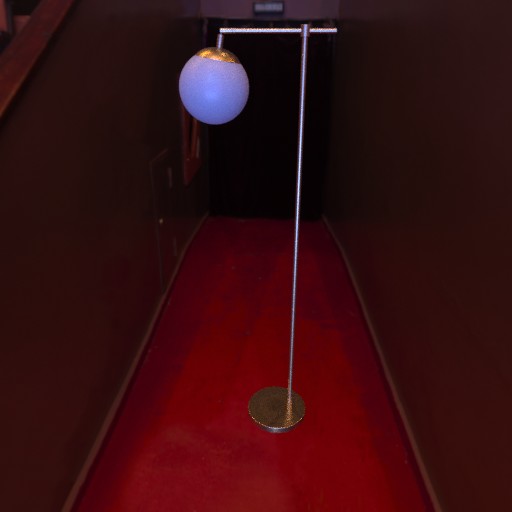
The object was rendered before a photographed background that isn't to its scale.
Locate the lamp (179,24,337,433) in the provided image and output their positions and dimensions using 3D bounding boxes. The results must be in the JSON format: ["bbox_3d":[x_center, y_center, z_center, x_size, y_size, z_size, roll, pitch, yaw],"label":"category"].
[{"bbox_3d":[0.000,0.000,1.626,0.476,1.505,0.249,0,25,0],"label":"lamp"}]
